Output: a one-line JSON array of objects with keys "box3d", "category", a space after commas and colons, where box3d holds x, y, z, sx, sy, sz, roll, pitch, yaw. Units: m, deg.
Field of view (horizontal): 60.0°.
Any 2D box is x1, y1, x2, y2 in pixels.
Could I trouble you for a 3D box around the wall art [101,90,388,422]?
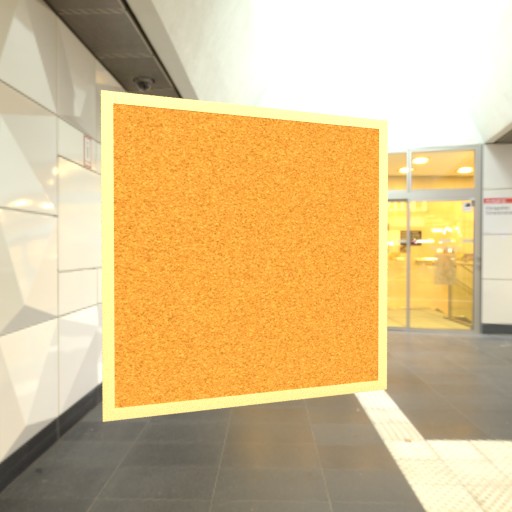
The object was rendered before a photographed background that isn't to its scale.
[{"box3d": [0.000, 0.000, 0.771, 0.506, 0.505, 0.038, 0, 1, -18], "category": "wall art"}]
